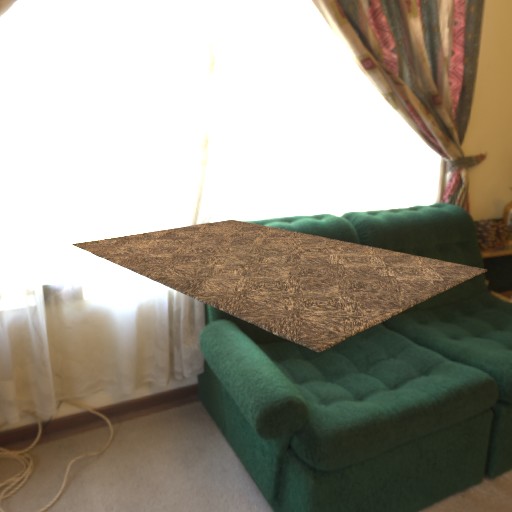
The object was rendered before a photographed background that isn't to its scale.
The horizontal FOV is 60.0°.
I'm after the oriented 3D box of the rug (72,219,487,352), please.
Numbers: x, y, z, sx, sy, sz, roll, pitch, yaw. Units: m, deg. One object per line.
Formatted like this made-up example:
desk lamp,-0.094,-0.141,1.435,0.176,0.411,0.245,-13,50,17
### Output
rug,0.000,0.000,2.260,1.189,0.011,1.808,-13,20,-41
